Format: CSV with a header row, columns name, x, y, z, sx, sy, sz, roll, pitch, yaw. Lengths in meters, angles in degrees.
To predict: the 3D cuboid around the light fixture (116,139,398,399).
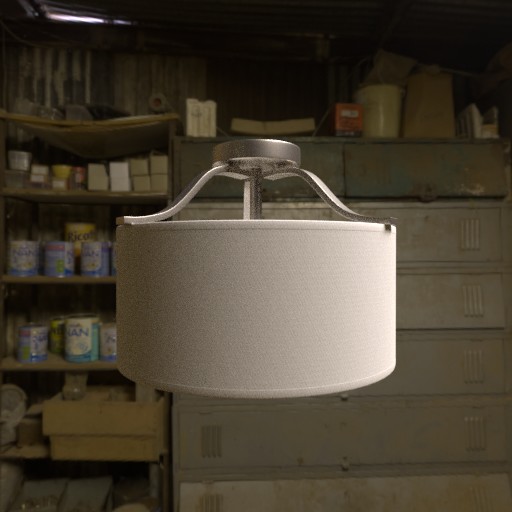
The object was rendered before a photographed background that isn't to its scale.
name,x,y,z,sx,sy,sz,roll,pitch,yaw
light fixture,0.000,0.000,0.642,0.395,0.304,0.395,0,1,0
